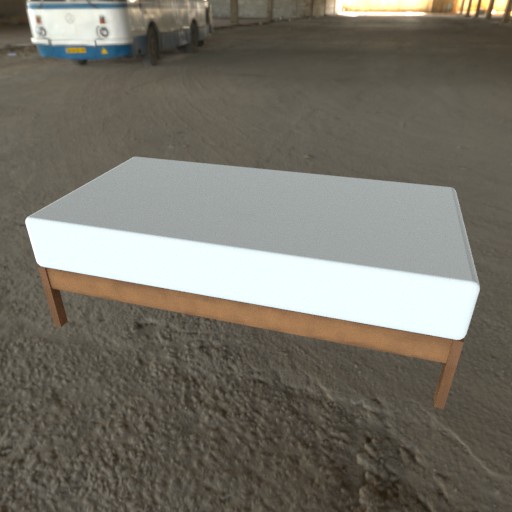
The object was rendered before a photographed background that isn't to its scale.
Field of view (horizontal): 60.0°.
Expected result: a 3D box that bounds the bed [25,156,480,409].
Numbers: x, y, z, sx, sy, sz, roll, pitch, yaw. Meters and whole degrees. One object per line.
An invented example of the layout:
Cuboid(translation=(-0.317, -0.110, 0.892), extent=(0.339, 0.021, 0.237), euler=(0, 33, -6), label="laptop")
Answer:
Cuboid(translation=(0.000, 0.000, 2.301), extent=(1.902, 0.616, 0.961), euler=(8, 31, 14), label="bed")
